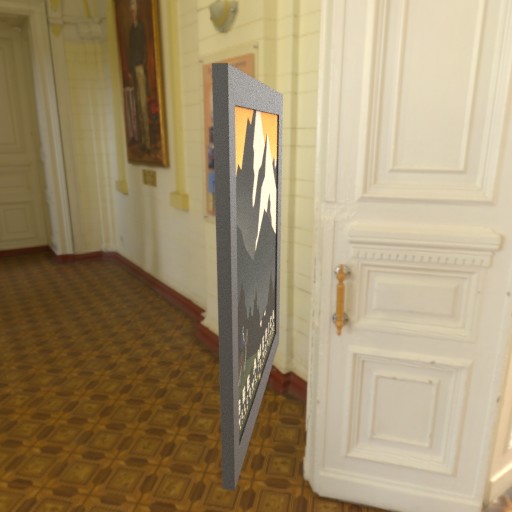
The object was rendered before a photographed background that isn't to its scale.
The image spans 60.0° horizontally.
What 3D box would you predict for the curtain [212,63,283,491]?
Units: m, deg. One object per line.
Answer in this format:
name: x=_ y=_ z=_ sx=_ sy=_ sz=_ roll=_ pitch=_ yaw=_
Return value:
curtain: x=0.000 y=0.000 z=0.805 sx=0.027 sy=0.585 sz=0.483 roll=3 pitch=16 yaw=10
